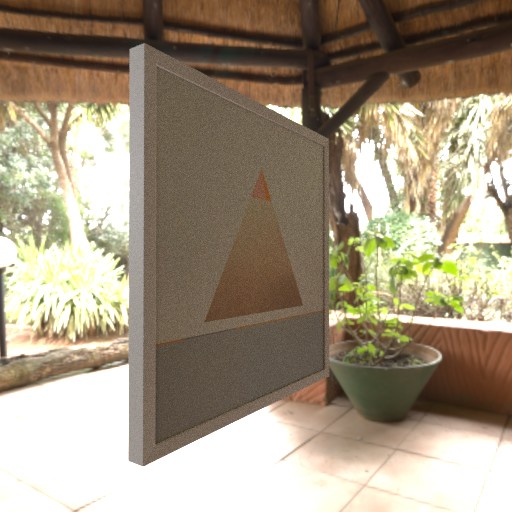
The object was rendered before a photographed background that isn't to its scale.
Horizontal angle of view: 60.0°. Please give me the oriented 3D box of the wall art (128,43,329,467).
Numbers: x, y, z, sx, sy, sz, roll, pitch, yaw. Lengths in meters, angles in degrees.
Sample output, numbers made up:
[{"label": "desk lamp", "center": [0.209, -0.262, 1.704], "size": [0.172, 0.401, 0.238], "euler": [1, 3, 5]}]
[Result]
[{"label": "wall art", "center": [0.000, 0.000, 1.125], "size": [0.041, 0.765, 0.768], "euler": [-1, -1, 35]}]
